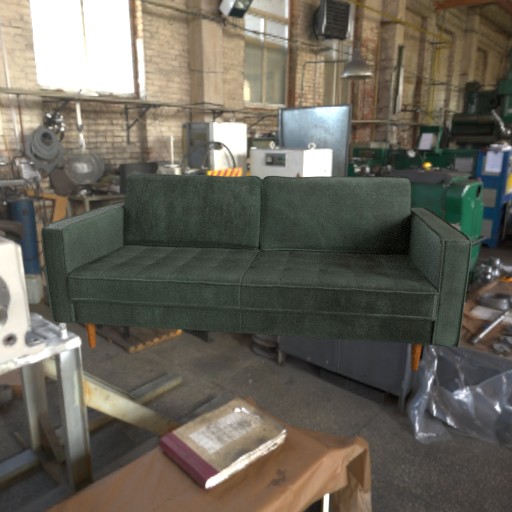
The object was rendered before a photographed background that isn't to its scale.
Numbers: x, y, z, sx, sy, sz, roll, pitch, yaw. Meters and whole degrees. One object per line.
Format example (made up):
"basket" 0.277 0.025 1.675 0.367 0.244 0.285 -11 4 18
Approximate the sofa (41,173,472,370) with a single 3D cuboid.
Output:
"sofa" 0.000 0.000 2.251 1.816 0.781 0.886 2 14 8
